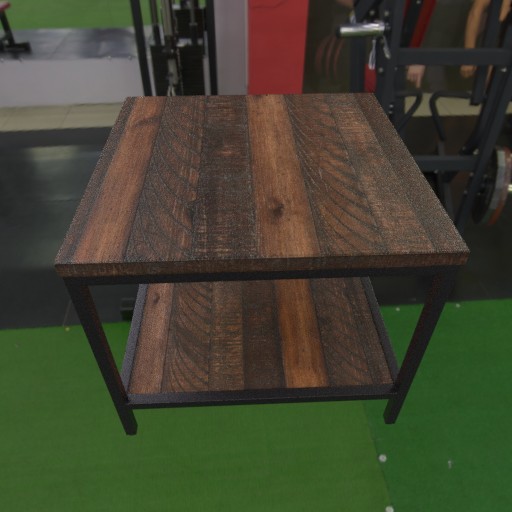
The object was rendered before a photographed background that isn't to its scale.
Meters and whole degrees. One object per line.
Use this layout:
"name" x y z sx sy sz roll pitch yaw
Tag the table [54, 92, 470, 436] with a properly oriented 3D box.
"table" 0.000 0.000 0.950 0.553 0.482 0.548 -2 42 -2
